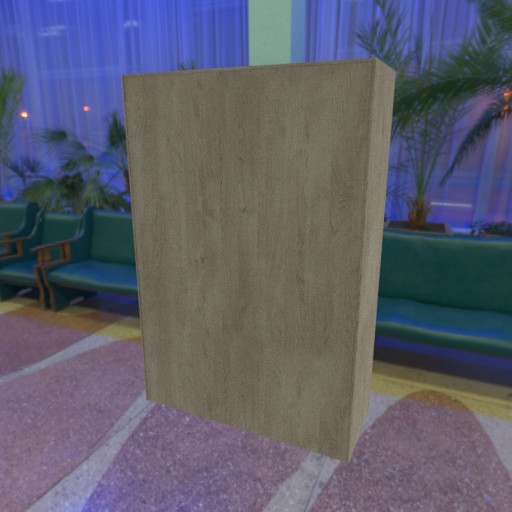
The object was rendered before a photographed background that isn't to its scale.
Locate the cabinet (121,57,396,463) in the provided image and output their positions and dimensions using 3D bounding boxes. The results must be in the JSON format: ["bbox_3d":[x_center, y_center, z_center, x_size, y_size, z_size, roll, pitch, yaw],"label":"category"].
[{"bbox_3d":[0.000,0.000,2.489,1.290,1.910,0.510,7,17,25],"label":"cabinet"}]
